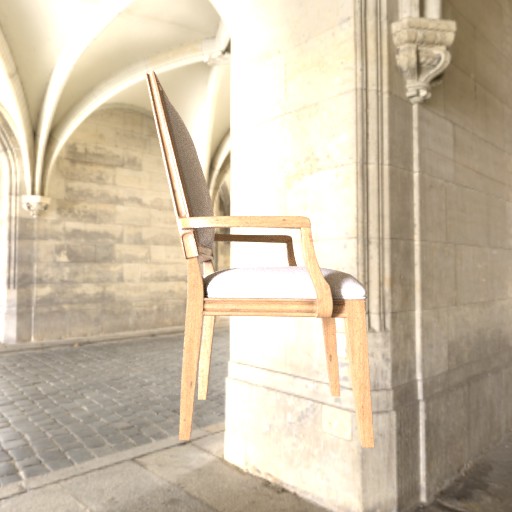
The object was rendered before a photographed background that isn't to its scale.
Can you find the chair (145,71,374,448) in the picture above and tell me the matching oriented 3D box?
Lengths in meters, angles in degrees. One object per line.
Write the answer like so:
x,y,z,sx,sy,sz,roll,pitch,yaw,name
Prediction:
0.000,0.000,1.390,0.602,0.990,0.606,0,-2,0,chair
